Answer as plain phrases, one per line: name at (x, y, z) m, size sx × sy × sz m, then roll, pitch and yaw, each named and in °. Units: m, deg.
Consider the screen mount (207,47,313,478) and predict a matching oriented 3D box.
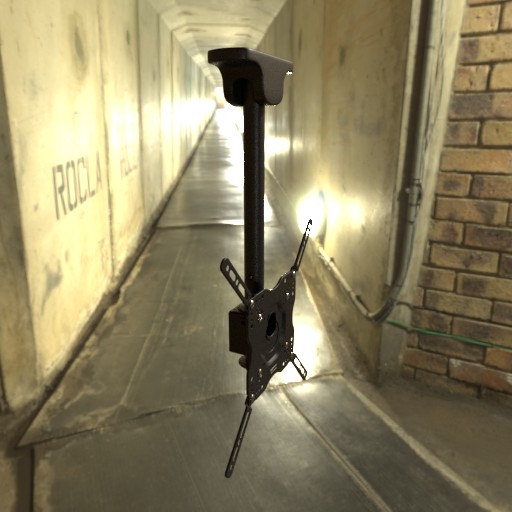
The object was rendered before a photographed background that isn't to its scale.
screen mount at (0.000, 0.000, 0.880) m, size 0.090 × 0.729 × 0.393 m, roll 8°, pitch 18°, yaw 27°
